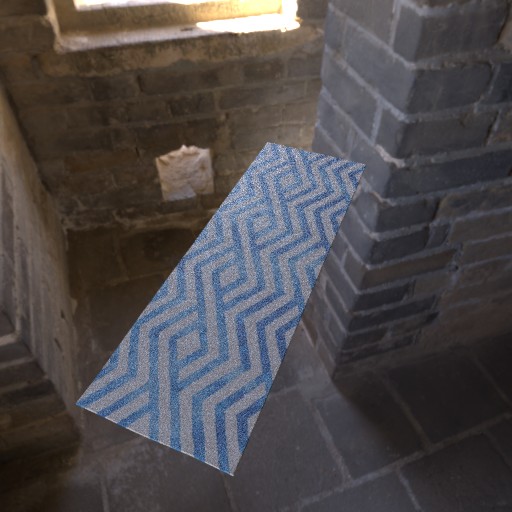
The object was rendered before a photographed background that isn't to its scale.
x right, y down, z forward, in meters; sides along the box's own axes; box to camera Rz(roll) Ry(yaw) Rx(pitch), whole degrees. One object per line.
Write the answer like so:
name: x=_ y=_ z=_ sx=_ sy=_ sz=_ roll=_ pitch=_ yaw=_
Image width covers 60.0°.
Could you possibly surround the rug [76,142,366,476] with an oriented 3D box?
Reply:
rug: x=0.000 y=0.000 z=1.685 sx=0.503 sy=0.007 sz=1.492 roll=17 pitch=49 yaw=15
